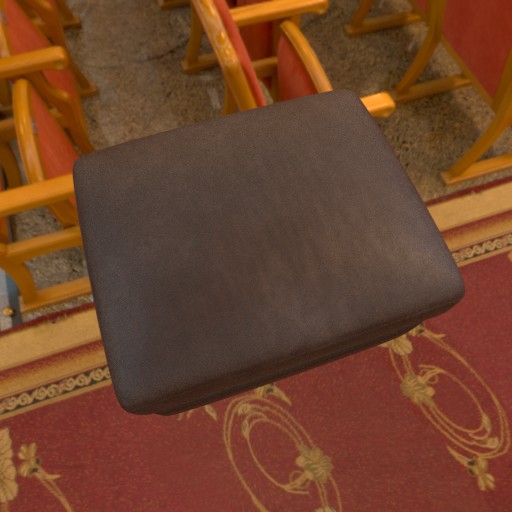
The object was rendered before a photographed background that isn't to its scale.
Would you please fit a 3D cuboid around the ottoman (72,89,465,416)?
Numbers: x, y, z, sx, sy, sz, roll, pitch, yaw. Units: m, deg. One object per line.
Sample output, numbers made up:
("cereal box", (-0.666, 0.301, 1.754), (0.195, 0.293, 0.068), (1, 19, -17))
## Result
("ottoman", (0.000, 0.000, 1.230), (0.806, 0.569, 0.670), (-17, 66, -8))
